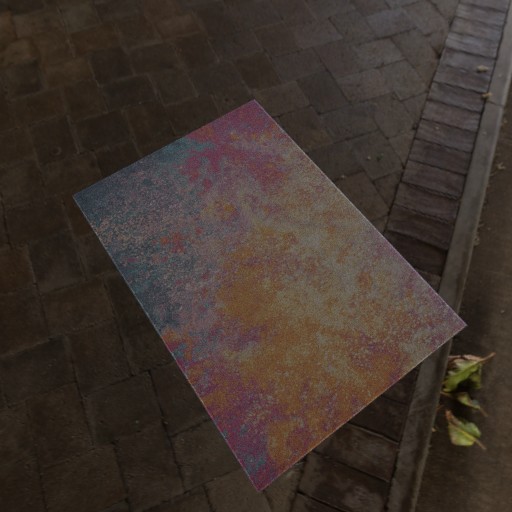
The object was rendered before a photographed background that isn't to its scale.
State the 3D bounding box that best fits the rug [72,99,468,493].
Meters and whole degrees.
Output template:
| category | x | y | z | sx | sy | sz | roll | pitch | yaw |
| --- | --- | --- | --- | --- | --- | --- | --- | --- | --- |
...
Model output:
| category | x | y | z | sx | sy | sz | roll | pitch | yaw |
| --- | --- | --- | --- | --- | --- | --- | --- | --- | --- |
| rug | 0.000 | 0.000 | 3.721 | 2.007 | 0.013 | 2.896 | -33 | 69 | -14 |
